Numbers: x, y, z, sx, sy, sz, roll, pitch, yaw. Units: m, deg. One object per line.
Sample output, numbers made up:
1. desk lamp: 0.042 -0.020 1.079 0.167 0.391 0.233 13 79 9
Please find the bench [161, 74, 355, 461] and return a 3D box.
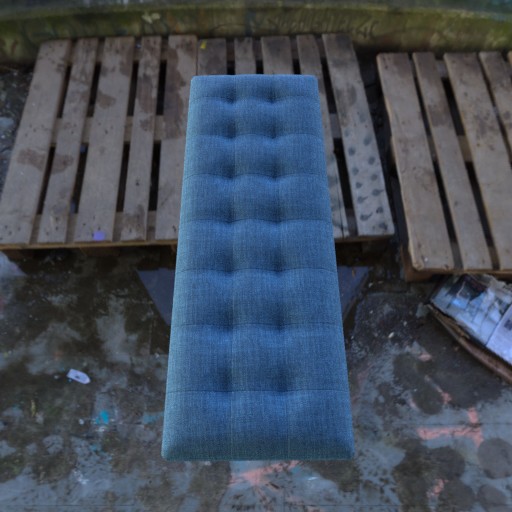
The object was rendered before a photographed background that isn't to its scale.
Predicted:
1. bench: 0.000 0.000 1.320 0.406 0.432 1.118 0 63 0
